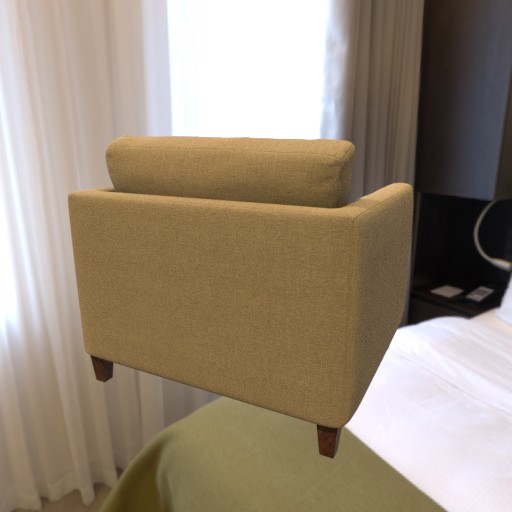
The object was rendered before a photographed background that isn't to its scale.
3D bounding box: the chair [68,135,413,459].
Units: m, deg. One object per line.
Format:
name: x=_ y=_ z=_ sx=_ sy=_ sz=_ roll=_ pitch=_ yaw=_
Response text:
chair: x=0.000 y=0.000 z=1.833 sx=1.107 sy=0.963 sz=0.959 roll=8 pitch=17 yaw=26
